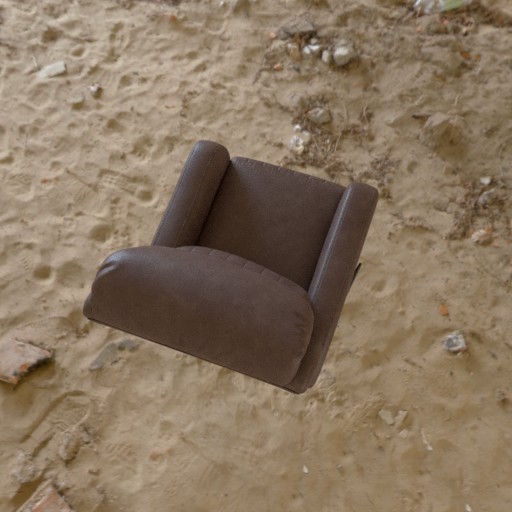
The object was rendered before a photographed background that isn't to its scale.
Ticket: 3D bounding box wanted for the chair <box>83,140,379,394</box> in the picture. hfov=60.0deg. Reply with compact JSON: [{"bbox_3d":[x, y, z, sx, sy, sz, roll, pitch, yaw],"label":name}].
[{"bbox_3d":[0.000,0.000,1.793,0.865,1.067,1.067,17,65,8],"label":"chair"}]
